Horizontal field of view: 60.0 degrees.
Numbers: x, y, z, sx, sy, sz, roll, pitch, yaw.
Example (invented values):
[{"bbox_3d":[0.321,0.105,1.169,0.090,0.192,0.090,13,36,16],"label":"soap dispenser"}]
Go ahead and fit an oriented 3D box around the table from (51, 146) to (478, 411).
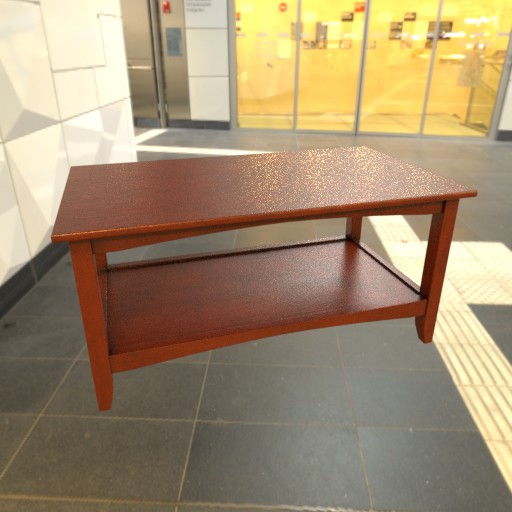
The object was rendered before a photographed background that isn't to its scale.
[{"bbox_3d":[0.000,0.000,1.255,0.943,0.456,0.533,-7,26,-15],"label":"table"}]
